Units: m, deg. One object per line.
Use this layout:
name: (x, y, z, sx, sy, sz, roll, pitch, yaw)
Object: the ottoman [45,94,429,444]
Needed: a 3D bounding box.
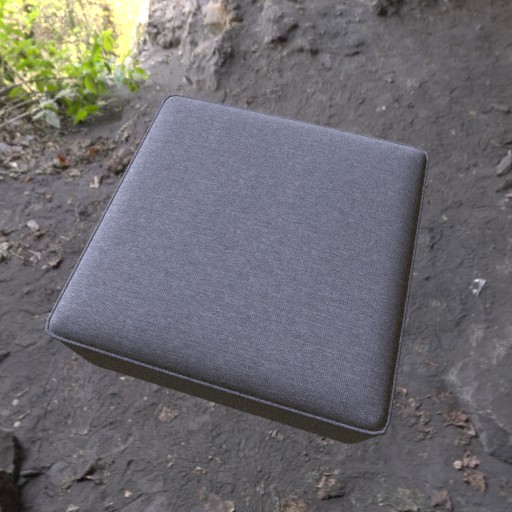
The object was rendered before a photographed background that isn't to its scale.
ottoman: (0.000, 0.000, 1.576, 1.005, 0.455, 1.005, 15, 64, 7)
